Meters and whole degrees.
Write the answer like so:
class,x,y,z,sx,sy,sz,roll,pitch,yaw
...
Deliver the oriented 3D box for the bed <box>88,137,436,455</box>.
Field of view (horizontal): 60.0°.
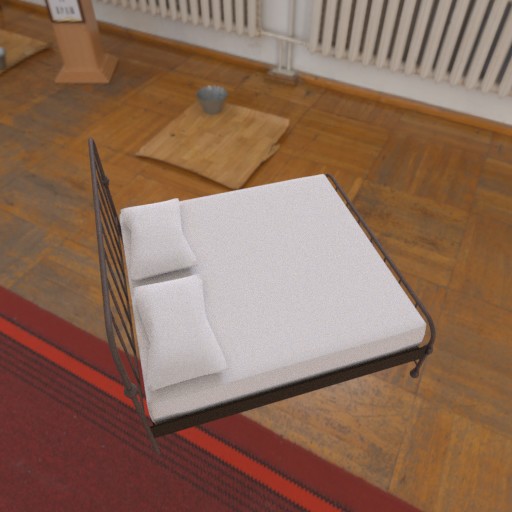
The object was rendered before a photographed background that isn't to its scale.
class,x,y,z,sx,sy,sz,roll,pitch,yaw
bed,0.000,0.000,3.476,2.134,1.446,2.044,-13,48,-12
